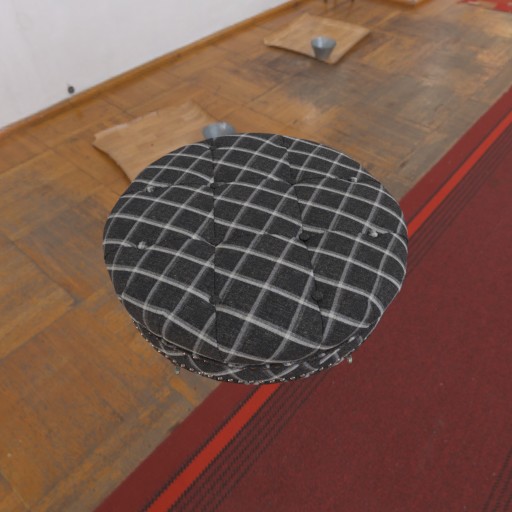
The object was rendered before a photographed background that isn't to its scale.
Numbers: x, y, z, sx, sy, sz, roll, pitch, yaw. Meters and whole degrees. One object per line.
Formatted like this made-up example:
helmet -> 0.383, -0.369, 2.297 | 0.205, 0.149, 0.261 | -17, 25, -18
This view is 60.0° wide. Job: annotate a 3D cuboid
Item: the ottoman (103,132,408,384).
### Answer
ottoman -> 0.000, 0.000, 1.415 | 0.901, 0.439, 0.901 | 0, 46, 0
